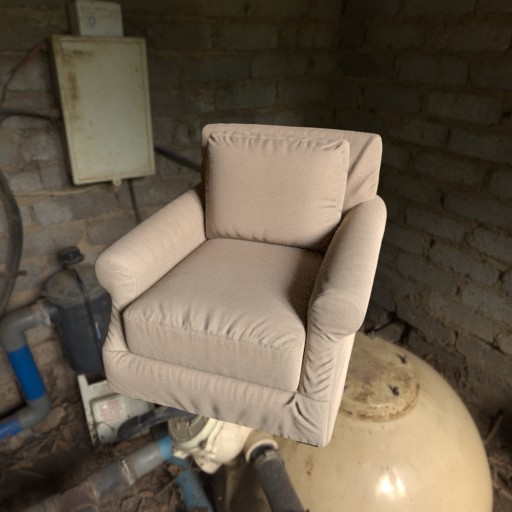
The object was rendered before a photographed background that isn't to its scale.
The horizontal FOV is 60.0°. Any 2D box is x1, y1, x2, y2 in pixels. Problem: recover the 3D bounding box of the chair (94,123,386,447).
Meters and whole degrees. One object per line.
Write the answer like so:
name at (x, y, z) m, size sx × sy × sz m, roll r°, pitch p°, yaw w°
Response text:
chair at (0.000, 0.000, 1.772) m, size 0.940 × 0.866 × 1.066 m, roll 8°, pitch 28°, yaw 16°
